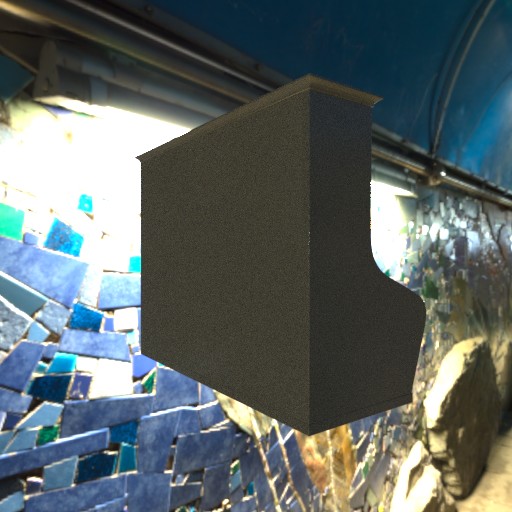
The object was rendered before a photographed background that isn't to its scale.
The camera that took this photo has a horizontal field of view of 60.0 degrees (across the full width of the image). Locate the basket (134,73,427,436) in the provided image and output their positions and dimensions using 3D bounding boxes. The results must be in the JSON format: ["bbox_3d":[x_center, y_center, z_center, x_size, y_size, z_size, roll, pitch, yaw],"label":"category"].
[{"bbox_3d":[0.000,0.000,1.139,0.350,0.600,0.780,0,1,-36],"label":"basket"}]
